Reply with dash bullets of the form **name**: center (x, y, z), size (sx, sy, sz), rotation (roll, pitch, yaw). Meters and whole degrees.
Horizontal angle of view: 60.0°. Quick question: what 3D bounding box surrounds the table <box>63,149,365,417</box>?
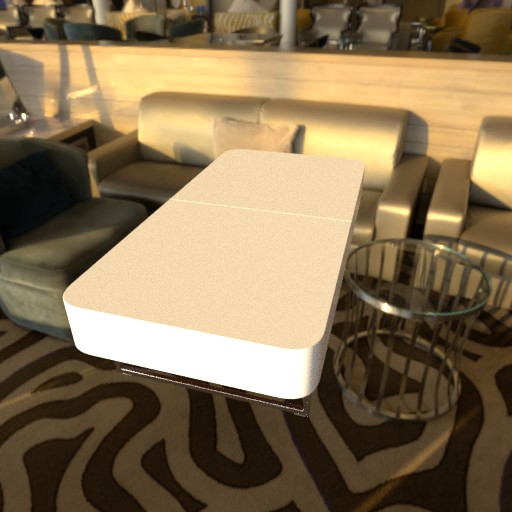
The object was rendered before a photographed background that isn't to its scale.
- **table**: center (0.000, 0.000, 1.492), size (0.600, 0.340, 1.200), rotation (8, 32, 14)
